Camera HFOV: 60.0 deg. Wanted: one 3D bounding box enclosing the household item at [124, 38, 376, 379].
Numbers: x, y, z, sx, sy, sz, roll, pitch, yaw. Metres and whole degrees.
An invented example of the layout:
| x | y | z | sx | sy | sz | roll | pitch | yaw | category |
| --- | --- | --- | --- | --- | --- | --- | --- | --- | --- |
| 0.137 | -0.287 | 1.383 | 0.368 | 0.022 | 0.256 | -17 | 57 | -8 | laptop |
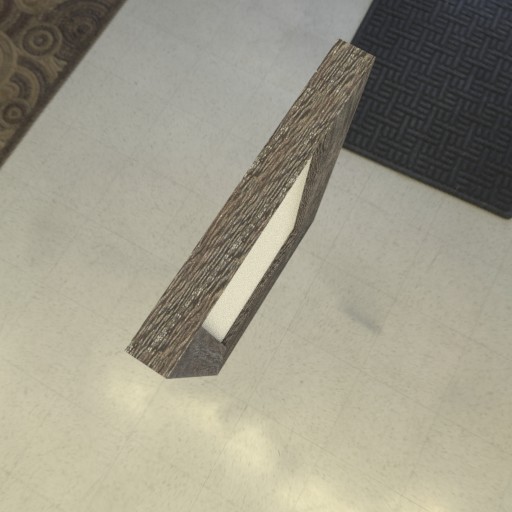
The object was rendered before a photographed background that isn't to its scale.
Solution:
| x | y | z | sx | sy | sz | roll | pitch | yaw | category |
| --- | --- | --- | --- | --- | --- | --- | --- | --- | --- |
| 0.000 | 0.000 | 0.235 | 0.020 | 0.180 | 0.133 | 31 | 77 | 8 | household item |
